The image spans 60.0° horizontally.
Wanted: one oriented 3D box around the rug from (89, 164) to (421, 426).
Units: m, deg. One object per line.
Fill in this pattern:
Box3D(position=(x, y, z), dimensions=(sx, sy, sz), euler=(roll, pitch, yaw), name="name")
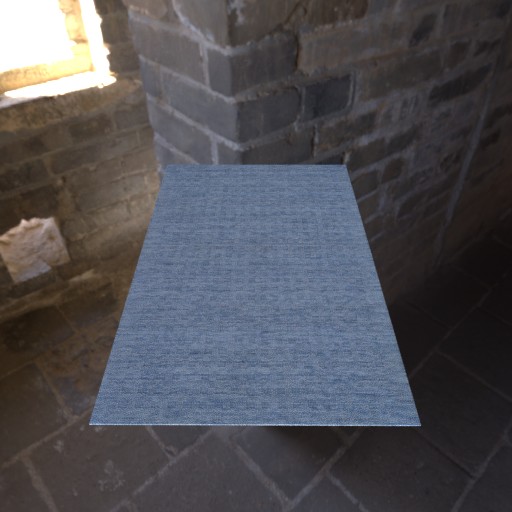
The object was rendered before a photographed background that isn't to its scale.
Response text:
Box3D(position=(0.000, 0.000, 2.182), dimensions=(1.142, 0.006, 1.752), euler=(0, 42, 0), name="rug")
